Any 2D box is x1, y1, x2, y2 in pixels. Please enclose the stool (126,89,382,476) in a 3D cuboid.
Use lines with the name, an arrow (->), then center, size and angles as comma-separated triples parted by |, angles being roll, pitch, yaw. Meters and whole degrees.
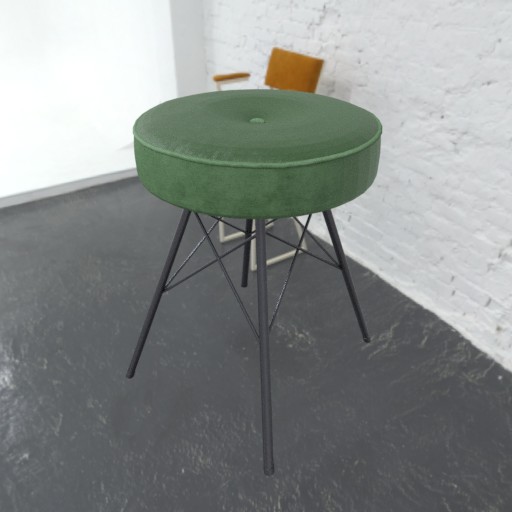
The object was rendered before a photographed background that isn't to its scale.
stool -> 0.000, 0.000, 0.920 | 0.430, 0.595, 0.457 | 22, 39, 30
